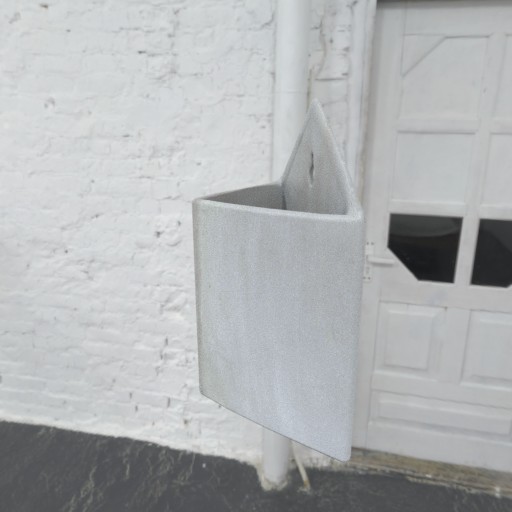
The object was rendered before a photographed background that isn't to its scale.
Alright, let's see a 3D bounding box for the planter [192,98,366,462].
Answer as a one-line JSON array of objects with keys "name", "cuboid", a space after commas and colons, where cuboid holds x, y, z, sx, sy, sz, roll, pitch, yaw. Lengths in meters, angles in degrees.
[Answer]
[{"name": "planter", "cuboid": [0.000, 0.000, 0.287, 0.080, 0.194, 0.163, -3, 16, -10]}]
